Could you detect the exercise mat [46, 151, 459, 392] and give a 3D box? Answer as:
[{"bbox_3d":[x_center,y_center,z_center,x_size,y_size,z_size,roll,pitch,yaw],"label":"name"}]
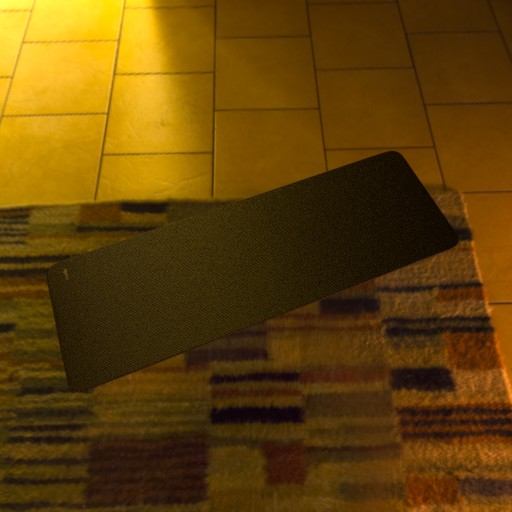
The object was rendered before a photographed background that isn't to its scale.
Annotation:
[{"bbox_3d":[0.000,0.000,2.072,1.869,0.021,0.616,-20,66,-9],"label":"exercise mat"}]
